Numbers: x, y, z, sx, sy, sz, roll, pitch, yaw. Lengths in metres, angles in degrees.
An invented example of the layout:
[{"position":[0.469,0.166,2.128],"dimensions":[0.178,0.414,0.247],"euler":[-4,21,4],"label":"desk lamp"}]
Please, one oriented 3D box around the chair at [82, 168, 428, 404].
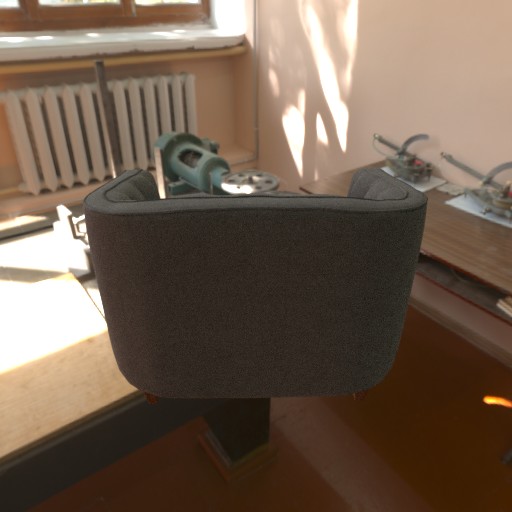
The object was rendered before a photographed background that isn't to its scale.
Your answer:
[{"position":[0.000,0.000,1.776],"dimensions":[1.104,0.852,0.941],"euler":[-1,31,-1],"label":"chair"}]
